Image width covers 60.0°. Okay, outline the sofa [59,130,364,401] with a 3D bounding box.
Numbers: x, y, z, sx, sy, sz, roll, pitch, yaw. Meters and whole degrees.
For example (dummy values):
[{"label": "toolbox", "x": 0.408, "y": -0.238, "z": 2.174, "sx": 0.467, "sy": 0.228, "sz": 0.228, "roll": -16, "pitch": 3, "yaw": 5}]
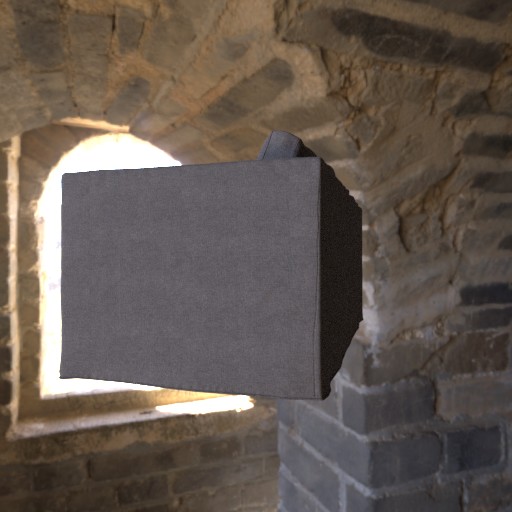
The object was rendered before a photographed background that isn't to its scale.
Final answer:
[{"label": "sofa", "x": 0.000, "y": 0.000, "z": 2.275, "sx": 0.974, "sy": 0.854, "sz": 1.802, "roll": 0, "pitch": 0, "yaw": 17}]
